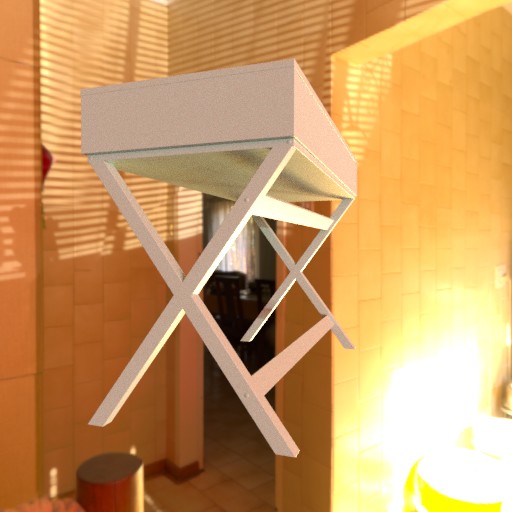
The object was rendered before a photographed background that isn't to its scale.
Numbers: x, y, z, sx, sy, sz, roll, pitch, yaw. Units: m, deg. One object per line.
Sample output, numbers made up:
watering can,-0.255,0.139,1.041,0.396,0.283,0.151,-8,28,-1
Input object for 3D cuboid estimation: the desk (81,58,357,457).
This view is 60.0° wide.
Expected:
desk,0.000,0.000,1.443,0.525,0.780,1.057,0,1,19
